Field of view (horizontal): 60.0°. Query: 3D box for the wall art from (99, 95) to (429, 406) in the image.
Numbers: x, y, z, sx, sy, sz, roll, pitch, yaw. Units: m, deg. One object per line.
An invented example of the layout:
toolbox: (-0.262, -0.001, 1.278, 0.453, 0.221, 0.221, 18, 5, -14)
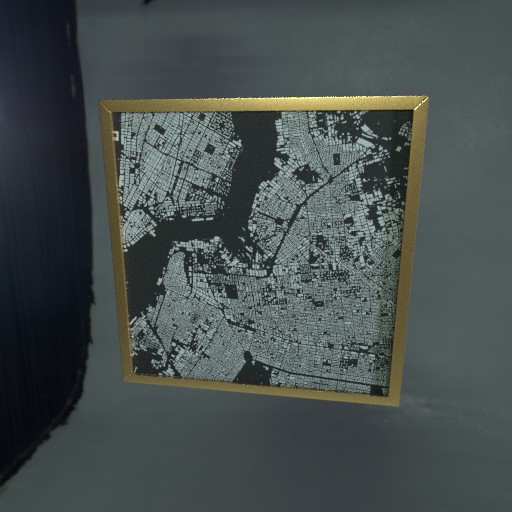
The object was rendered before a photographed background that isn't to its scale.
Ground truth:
wall art: (0.000, 0.000, 0.455, 0.305, 0.305, 0.023, 2, 15, 9)
